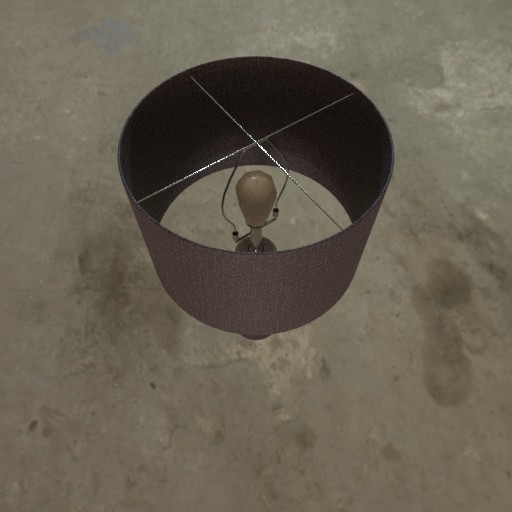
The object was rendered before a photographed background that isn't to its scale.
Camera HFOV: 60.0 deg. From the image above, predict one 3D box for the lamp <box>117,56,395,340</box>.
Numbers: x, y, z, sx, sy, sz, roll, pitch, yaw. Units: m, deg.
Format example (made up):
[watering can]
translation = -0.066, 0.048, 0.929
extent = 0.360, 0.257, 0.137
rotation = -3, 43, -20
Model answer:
[lamp]
translation = 0.000, 0.000, 0.697
extent = 0.303, 0.488, 0.303
rotation = 0, 58, 0
